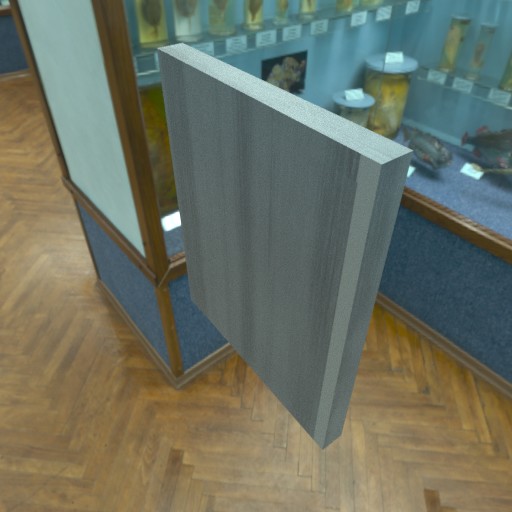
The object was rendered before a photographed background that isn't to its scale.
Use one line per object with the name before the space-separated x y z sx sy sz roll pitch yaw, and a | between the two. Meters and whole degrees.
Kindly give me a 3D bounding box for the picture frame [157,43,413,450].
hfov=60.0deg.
picture frame | 0.000 0.000 0.735 0.046 0.555 0.449 -26 47 -27
